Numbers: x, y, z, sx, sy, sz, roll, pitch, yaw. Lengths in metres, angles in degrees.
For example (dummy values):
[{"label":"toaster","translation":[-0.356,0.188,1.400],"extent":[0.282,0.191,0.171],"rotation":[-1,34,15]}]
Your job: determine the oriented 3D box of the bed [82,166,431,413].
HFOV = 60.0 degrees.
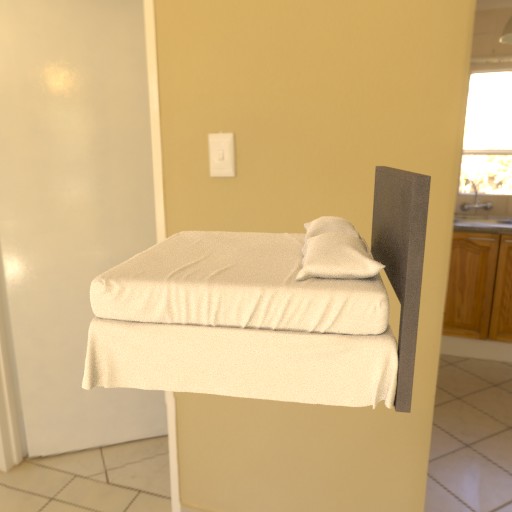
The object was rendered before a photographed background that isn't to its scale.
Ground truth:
[{"label":"bed","translation":[0.000,0.000,2.955],"extent":[1.785,1.142,1.772],"rotation":[2,13,9]}]
